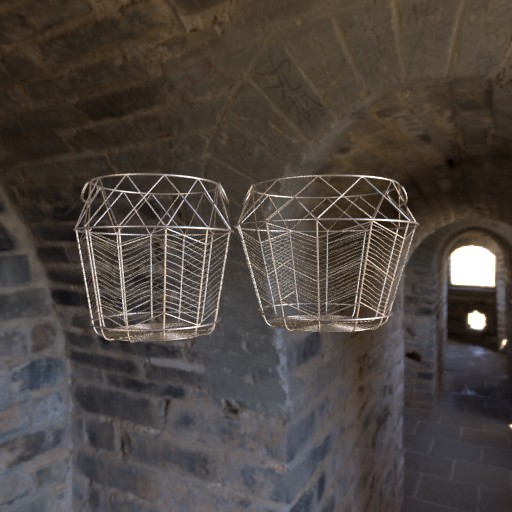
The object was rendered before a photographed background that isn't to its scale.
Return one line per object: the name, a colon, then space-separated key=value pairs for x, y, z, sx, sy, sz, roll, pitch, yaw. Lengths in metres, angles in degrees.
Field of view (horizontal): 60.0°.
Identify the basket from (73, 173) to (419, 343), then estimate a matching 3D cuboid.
basket: x=0.000 y=0.000 z=1.056 sx=0.805 sy=0.343 sz=0.451 roll=0 pitch=0 yaw=-18
